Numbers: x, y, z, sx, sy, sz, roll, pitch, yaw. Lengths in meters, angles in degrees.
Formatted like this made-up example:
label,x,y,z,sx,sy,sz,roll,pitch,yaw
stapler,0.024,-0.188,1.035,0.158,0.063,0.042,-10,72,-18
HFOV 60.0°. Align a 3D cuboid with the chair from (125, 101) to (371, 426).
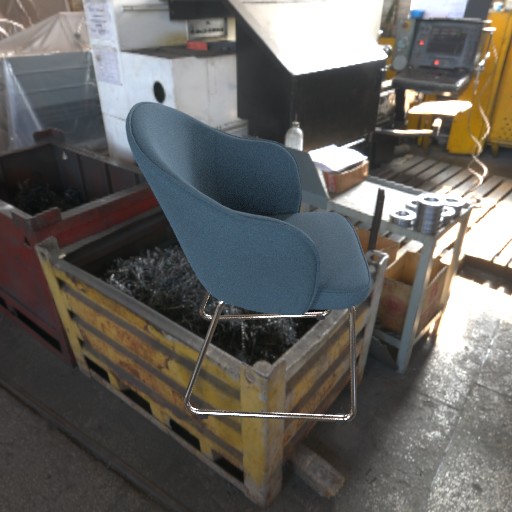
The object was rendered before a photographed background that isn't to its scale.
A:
label,x,y,z,sx,sy,sz,roll,pitch,yaw
chair,0.000,0.000,1.241,0.585,0.815,0.570,0,31,0
